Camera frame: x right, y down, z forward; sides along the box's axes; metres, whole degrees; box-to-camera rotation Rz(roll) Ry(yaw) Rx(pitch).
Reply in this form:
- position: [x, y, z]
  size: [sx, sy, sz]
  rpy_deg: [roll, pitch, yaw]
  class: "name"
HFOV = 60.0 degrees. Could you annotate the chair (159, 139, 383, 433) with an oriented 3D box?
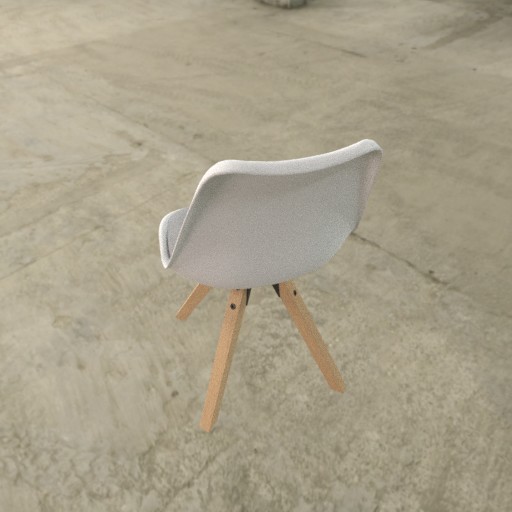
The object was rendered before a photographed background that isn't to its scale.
- position: [0.000, 0.000, 1.173]
  size: [0.485, 0.850, 0.550]
  rpy_deg: [-11, 42, -13]
  class: "chair"
